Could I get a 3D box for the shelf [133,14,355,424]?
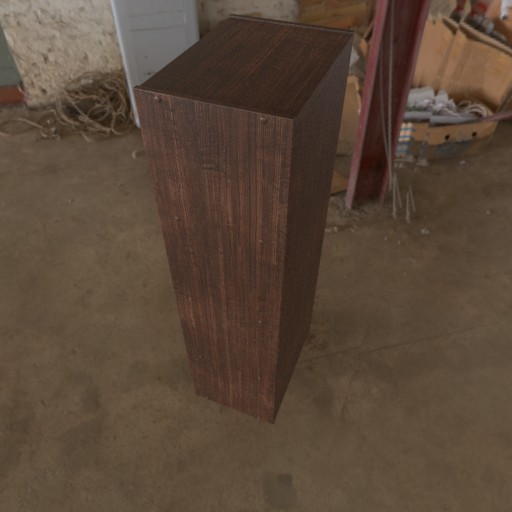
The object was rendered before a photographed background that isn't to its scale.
[{"bbox_3d":[0.000,0.000,1.244,0.290,1.099,0.415,16,48,15],"label":"shelf"}]
